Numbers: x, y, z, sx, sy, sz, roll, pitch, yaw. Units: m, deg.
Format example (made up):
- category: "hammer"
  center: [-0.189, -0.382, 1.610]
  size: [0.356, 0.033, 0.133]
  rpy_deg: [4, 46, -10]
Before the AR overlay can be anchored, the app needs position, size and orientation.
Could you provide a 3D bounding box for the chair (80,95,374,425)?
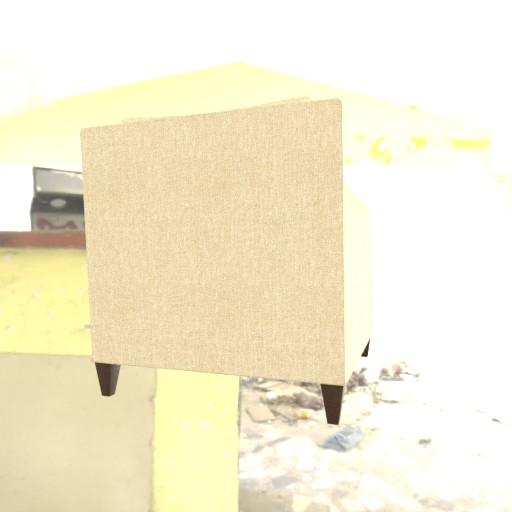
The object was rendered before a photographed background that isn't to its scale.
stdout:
- category: "chair"
  center: [0.000, 0.000, 1.763]
  size: [0.838, 0.940, 1.041]
  rpy_deg: [0, 0, 19]
